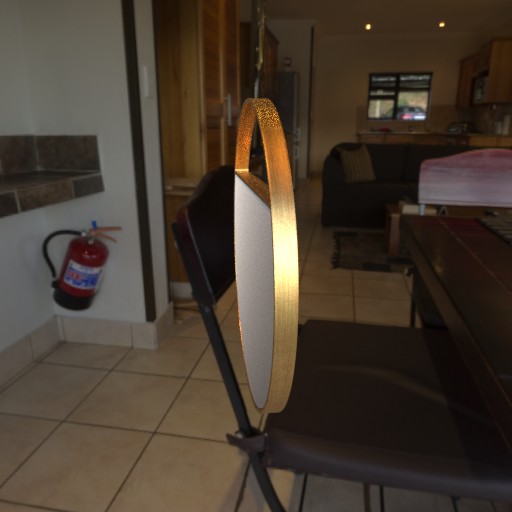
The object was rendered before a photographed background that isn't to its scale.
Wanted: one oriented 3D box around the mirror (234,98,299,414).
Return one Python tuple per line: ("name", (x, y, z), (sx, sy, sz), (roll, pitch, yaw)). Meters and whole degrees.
("mirror", (0.000, 0.000, 0.843), (0.032, 0.565, 0.565), (-2, 16, -8))
